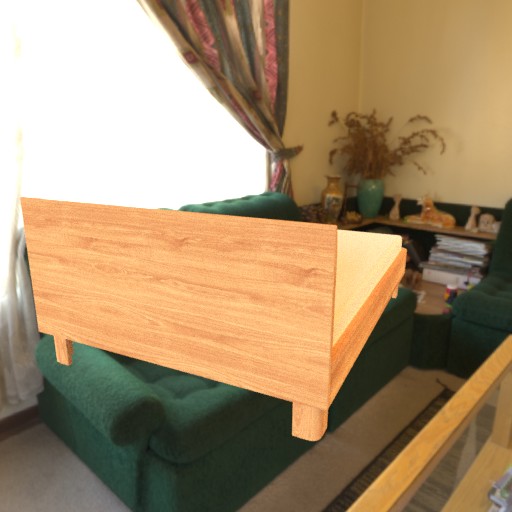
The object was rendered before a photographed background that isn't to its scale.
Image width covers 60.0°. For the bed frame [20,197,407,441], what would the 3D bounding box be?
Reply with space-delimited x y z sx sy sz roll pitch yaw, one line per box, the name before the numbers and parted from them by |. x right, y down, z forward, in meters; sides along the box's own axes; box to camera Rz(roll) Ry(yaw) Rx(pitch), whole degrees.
bed frame | 0.000 0.000 2.938 1.660 0.940 2.092 7 17 25
